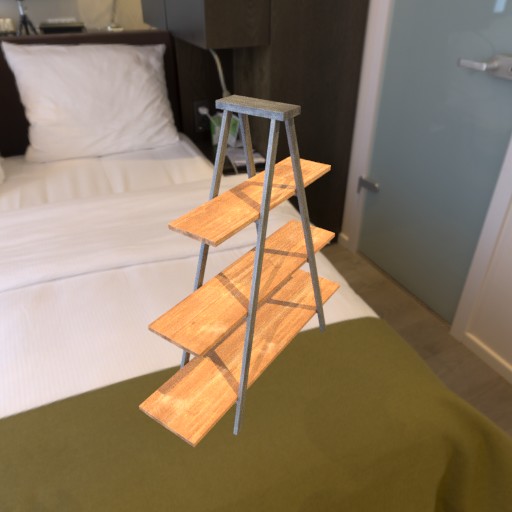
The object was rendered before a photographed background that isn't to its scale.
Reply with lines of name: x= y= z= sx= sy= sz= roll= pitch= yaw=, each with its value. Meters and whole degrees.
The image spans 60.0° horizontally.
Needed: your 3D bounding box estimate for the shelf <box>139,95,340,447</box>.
shelf: x=0.000 y=0.000 z=2.705 sx=0.508 sy=1.808 sz=1.746 roll=21 pitch=38 yaw=29
